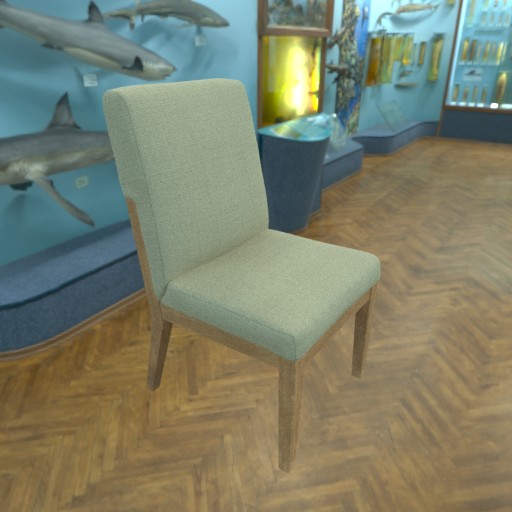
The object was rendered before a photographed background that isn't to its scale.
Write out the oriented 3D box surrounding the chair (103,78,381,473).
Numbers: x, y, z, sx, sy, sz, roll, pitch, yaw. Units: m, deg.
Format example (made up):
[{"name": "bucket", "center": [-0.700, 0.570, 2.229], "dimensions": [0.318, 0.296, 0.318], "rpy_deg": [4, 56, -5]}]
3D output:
[{"name": "chair", "center": [0.000, 0.000, 1.269], "dimensions": [0.586, 0.911, 0.507], "rpy_deg": [17, 30, 32]}]
